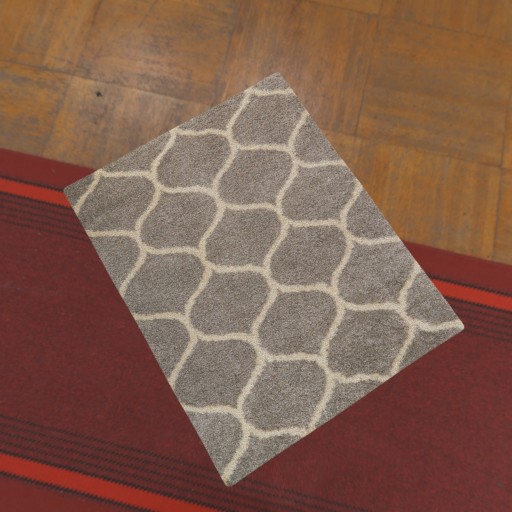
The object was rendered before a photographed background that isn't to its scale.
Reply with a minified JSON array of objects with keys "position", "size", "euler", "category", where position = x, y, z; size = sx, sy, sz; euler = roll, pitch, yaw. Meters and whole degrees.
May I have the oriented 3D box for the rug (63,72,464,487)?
[{"position":[0.000,0.000,3.982],"size":[2.399,0.026,3.000],"euler":[-31,78,-7],"category":"rug"}]
